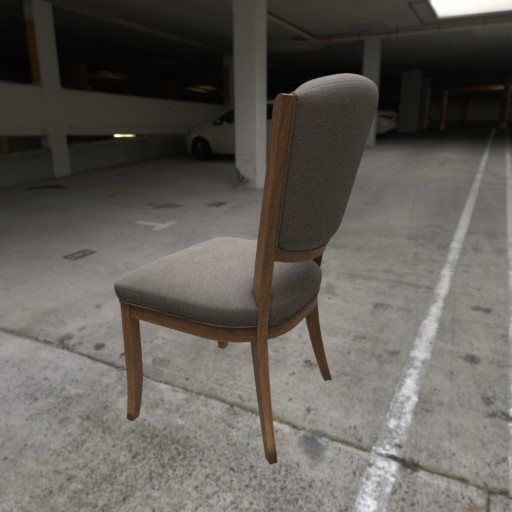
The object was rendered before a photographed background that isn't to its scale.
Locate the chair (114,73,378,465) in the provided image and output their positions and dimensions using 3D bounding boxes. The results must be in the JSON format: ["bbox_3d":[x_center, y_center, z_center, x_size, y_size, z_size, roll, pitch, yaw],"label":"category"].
[{"bbox_3d":[0.000,0.000,1.228,0.584,0.905,0.513,8,18,27],"label":"chair"}]
